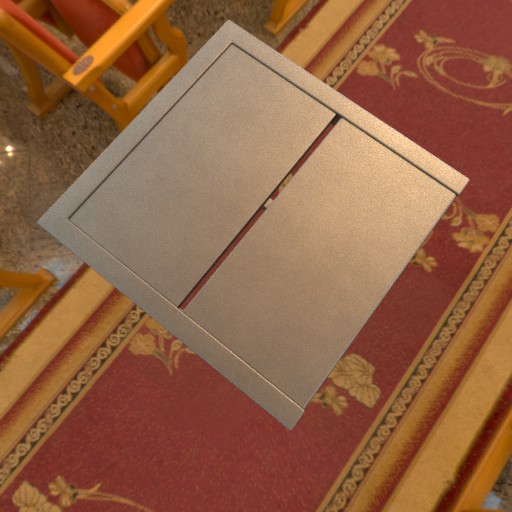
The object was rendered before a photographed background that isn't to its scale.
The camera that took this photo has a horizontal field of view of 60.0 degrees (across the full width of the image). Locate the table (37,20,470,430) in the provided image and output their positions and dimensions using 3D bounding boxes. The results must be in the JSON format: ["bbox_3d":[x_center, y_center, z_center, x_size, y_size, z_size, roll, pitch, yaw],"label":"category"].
[{"bbox_3d":[0.000,0.000,0.886,0.420,0.609,0.405,37,79,9],"label":"table"}]
